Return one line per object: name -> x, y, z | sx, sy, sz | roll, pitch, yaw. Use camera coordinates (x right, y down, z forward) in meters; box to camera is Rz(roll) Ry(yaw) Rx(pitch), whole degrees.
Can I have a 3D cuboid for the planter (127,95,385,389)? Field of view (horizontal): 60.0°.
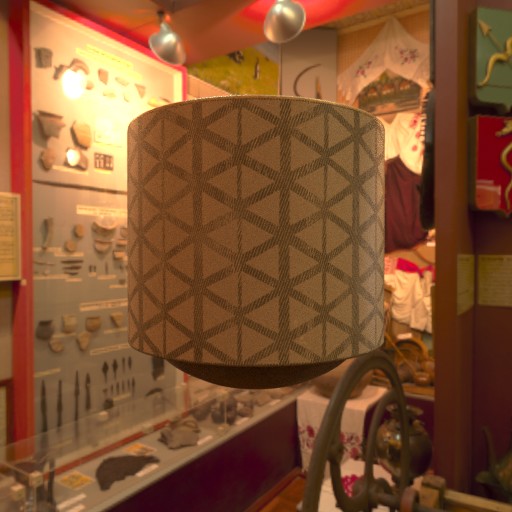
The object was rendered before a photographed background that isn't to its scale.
planter -> 0.000, 0.000, 0.341 | 0.190, 0.181, 0.190 | 0, 1, 0
